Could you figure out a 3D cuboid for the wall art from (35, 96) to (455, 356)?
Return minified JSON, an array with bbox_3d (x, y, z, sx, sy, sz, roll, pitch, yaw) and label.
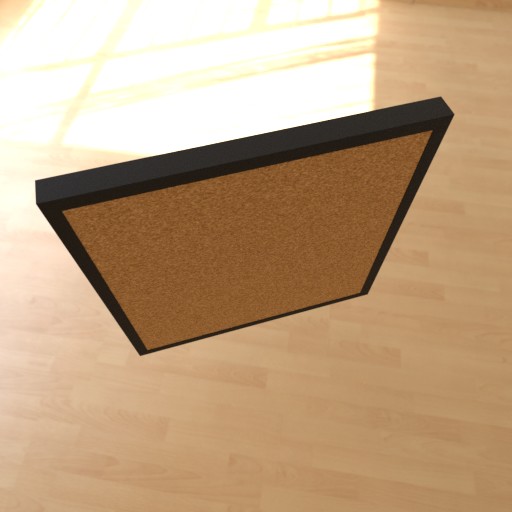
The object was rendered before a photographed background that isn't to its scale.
[{"bbox_3d":[0.000,0.000,0.740,0.506,0.503,0.036,-14,60,-8],"label":"wall art"}]
